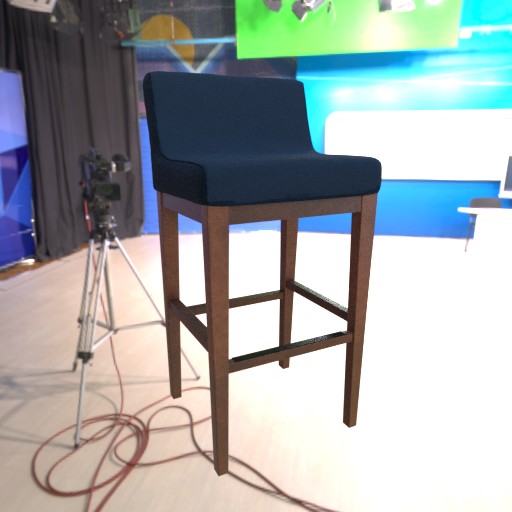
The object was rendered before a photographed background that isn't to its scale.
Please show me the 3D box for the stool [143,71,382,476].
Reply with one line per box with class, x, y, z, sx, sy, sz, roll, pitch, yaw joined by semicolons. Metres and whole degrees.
stool;0.000;0.000;1.313;0.511;1.037;0.500;-8;17;-26
